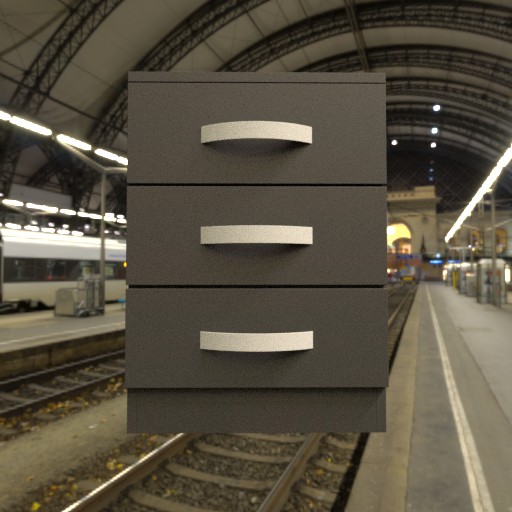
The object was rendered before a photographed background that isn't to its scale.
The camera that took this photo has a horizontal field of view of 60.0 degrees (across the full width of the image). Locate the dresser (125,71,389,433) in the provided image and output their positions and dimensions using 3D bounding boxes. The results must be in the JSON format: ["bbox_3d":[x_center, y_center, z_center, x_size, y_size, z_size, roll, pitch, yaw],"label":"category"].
[{"bbox_3d":[0.000,0.000,0.831,0.400,0.560,0.360,0,-2,-1],"label":"dresser"}]
